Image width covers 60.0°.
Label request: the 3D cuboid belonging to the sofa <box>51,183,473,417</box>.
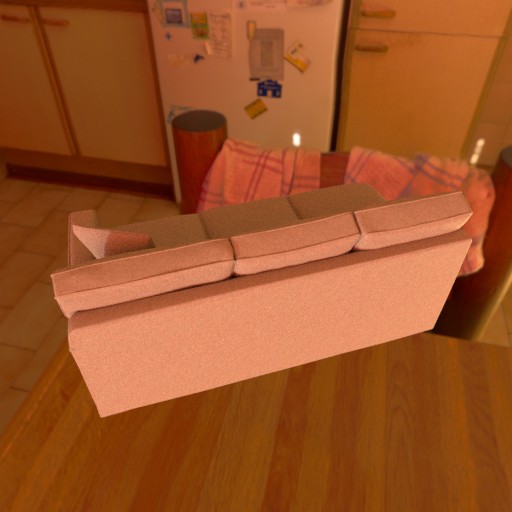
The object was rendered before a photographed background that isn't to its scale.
[{"bbox_3d":[0.000,0.000,2.528,1.963,0.946,1.034,-12,44,-12],"label":"sofa"}]
